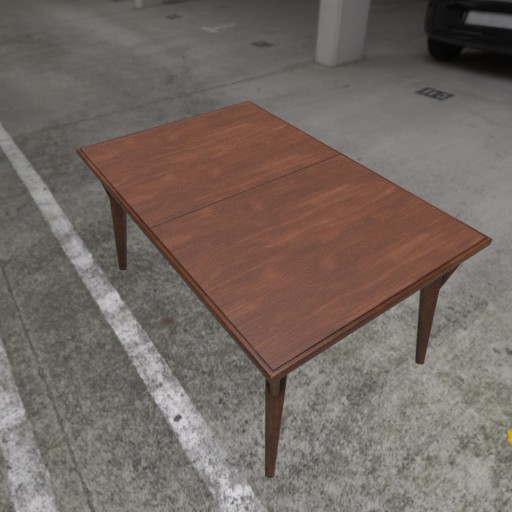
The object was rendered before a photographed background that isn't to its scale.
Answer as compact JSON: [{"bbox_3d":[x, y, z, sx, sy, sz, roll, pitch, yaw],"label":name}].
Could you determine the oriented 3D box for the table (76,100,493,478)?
[{"bbox_3d":[0.000,0.000,2.078,0.990,0.761,1.524,-25,47,-26],"label":"table"}]
